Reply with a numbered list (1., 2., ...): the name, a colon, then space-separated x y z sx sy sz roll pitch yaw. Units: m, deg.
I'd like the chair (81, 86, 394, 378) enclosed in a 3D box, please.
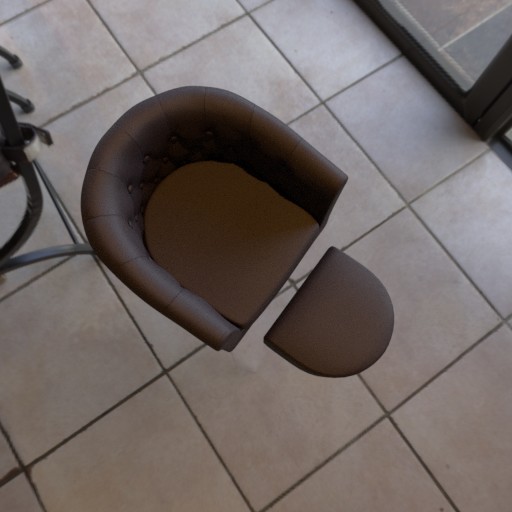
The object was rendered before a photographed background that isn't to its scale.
1. chair: 0.000 0.000 1.689 1.191 0.760 0.763 36 78 9
